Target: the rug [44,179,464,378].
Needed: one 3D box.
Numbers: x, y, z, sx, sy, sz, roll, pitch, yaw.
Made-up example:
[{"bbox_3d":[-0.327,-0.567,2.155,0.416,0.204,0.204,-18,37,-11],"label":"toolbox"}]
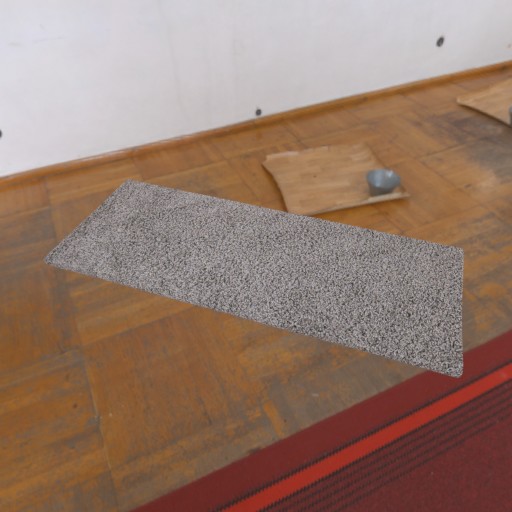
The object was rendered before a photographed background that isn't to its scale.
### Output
[{"bbox_3d":[0.000,0.000,1.727,1.524,0.030,0.609,13,44,14],"label":"rug"}]
